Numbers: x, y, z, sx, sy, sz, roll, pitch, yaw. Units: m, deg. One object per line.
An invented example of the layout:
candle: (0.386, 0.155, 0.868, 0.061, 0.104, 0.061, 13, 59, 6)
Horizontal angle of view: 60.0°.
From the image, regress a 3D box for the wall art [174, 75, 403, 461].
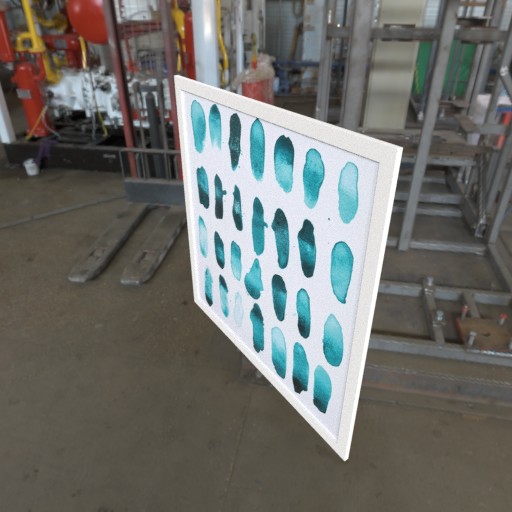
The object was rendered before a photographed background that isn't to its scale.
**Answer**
wall art: (0.000, 0.000, 0.828, 0.009, 0.559, 0.558, -20, 37, -29)
